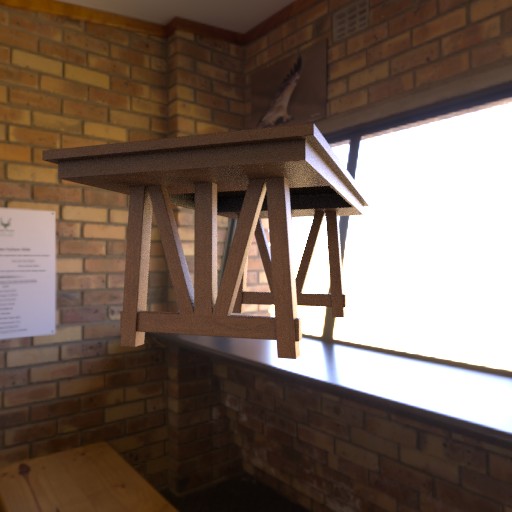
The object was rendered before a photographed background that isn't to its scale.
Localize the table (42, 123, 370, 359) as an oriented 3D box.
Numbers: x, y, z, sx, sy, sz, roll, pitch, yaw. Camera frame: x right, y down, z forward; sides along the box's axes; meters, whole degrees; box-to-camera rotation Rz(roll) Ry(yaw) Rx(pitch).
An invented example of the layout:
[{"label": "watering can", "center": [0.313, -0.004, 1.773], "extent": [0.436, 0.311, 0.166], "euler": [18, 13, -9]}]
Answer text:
[{"label": "table", "center": [0.000, 0.000, 2.356], "extent": [1.016, 0.768, 1.881], "euler": [0, 0, 19]}]
